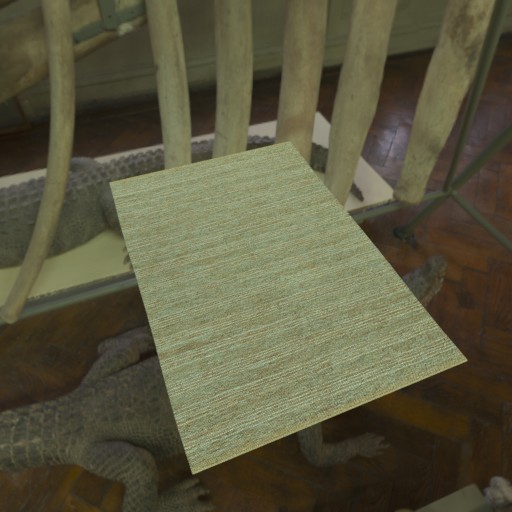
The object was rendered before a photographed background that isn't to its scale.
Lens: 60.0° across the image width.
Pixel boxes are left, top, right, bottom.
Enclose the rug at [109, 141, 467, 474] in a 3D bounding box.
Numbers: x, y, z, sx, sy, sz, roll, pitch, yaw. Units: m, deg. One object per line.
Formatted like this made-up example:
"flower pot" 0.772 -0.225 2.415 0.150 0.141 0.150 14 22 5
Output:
"rug" 0.000 0.000 2.332 1.240 0.010 1.824 -16 49 -15
